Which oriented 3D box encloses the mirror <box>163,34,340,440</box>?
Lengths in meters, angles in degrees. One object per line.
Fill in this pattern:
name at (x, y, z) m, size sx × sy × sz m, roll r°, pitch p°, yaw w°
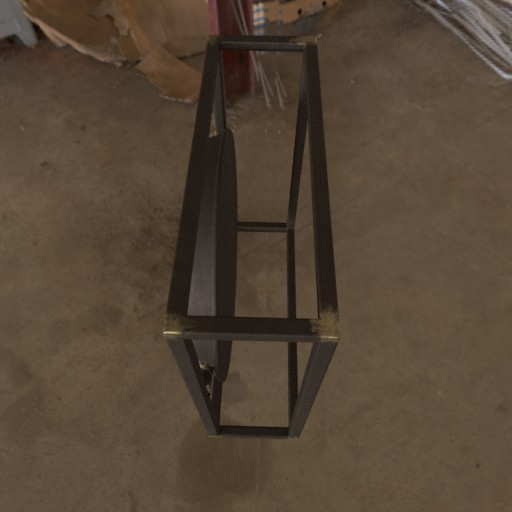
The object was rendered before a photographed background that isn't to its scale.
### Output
mirror at (0.000, 0.000, 0.467) m, size 0.107 × 0.303 × 0.306 m, roll 1°, pitch 57°, yaw 1°
